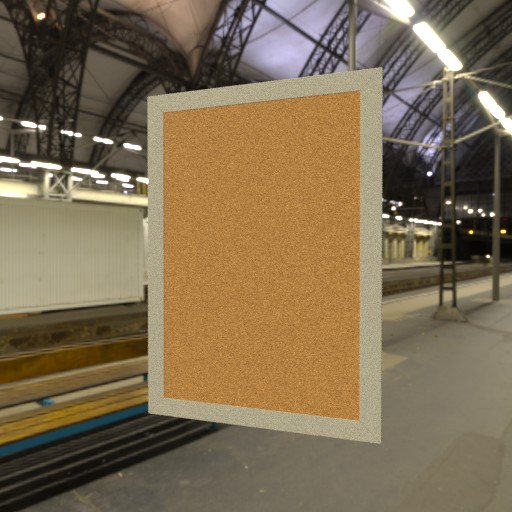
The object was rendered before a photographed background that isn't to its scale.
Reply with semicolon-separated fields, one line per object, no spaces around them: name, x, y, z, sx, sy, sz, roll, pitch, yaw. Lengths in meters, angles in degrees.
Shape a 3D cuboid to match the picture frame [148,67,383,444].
picture frame;0.000;0.000;0.596;0.326;0.459;0.011;0;1;18
